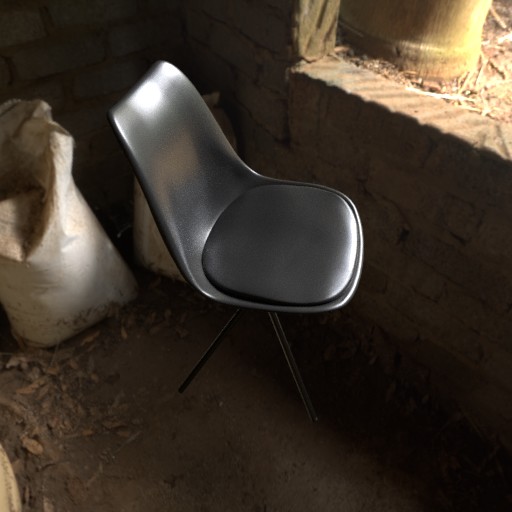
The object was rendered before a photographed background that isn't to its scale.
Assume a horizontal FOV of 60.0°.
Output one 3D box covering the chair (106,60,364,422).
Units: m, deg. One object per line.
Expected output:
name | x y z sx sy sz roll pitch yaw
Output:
chair | 0.000 0.000 1.133 0.525 0.850 0.461 9 46 9
